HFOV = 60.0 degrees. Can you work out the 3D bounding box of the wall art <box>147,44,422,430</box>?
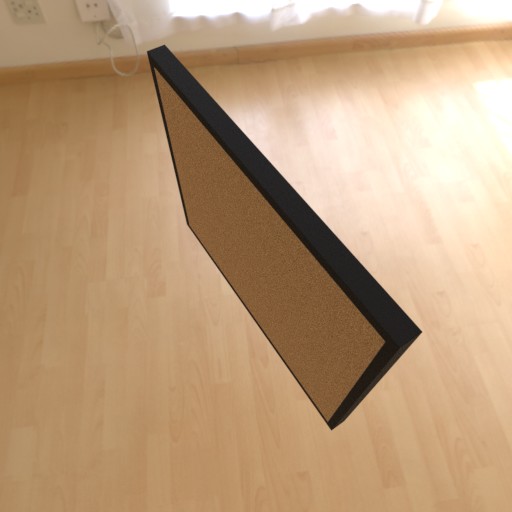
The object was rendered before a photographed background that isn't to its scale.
[{"bbox_3d":[0.000,0.000,0.748,0.030,0.454,0.554,-29,63,-16],"label":"wall art"}]
